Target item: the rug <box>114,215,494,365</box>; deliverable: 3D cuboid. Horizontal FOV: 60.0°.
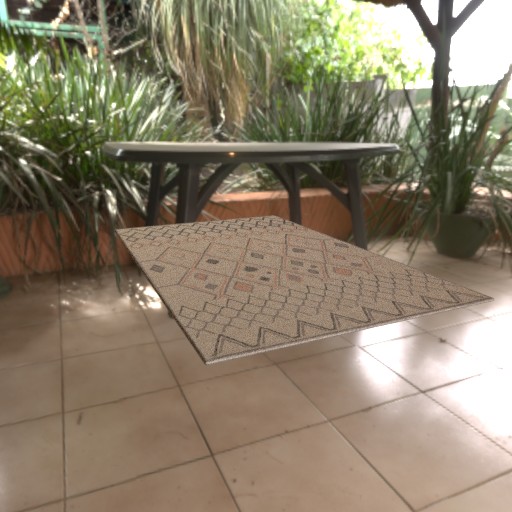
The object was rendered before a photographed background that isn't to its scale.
[{"bbox_3d":[0.000,0.000,2.984,1.524,0.015,2.438,-7,18,-24],"label":"rug"}]
